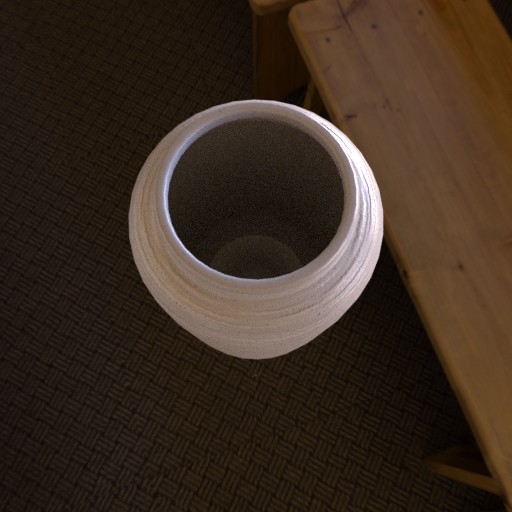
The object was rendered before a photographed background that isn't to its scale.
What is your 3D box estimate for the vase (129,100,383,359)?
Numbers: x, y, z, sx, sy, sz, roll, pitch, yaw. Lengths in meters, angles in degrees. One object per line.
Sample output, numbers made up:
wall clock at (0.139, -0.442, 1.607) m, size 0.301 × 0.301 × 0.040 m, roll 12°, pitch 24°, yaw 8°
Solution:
vase at (0.000, 0.000, 0.456) m, size 0.202 × 0.335 × 0.202 m, roll 0°, pitch 75°, yaw 0°
